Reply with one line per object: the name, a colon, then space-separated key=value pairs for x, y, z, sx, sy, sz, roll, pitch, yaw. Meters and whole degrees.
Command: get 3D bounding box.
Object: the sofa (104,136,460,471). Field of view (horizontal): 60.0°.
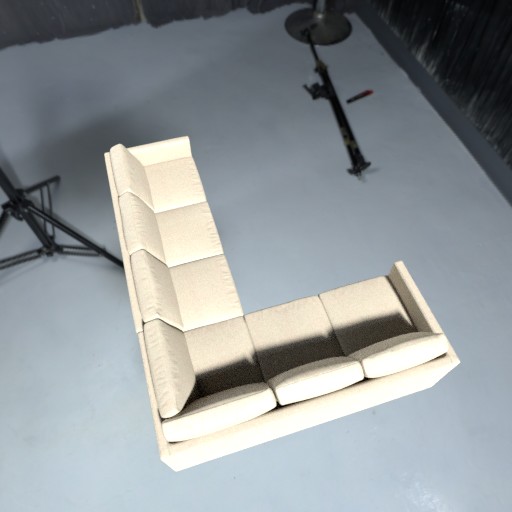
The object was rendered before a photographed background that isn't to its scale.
sofa: x=0.000 y=0.000 z=4.337 sx=2.432 sy=0.871 sz=3.182 roll=-15 pitch=59 yaw=-9
